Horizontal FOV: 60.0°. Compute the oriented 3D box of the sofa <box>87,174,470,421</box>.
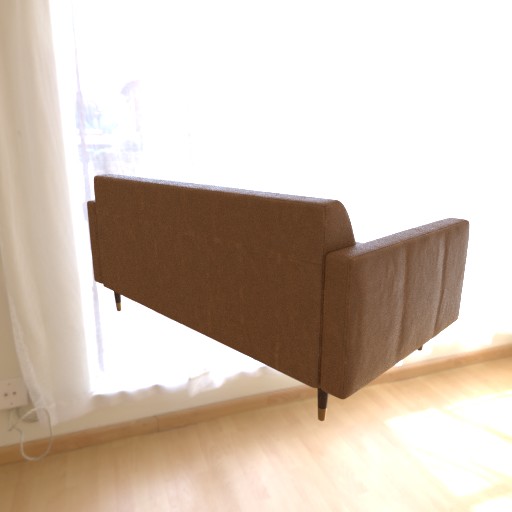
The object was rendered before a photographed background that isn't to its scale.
[{"bbox_3d":[0.000,0.000,2.350,0.993,0.821,1.847,-14,21,-43],"label":"sofa"}]
